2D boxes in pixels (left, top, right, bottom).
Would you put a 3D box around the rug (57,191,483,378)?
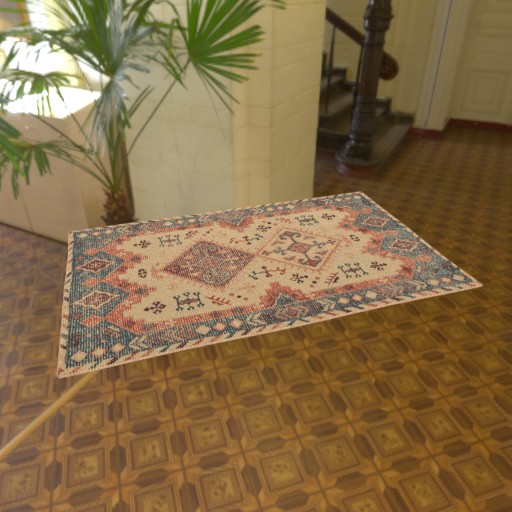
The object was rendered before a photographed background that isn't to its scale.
[{"bbox_3d":[0.000,0.000,3.026,2.464,0.023,1.521,-10,33,-15],"label":"rug"}]
